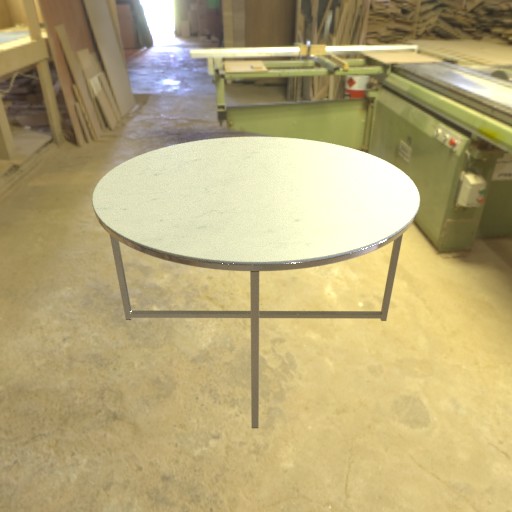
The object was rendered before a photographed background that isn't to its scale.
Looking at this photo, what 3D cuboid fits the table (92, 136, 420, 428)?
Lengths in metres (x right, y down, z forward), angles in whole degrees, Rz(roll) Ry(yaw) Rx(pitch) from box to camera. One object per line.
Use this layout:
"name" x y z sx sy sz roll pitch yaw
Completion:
"table" 0.000 0.000 1.248 0.800 0.450 0.800 0 31 0
